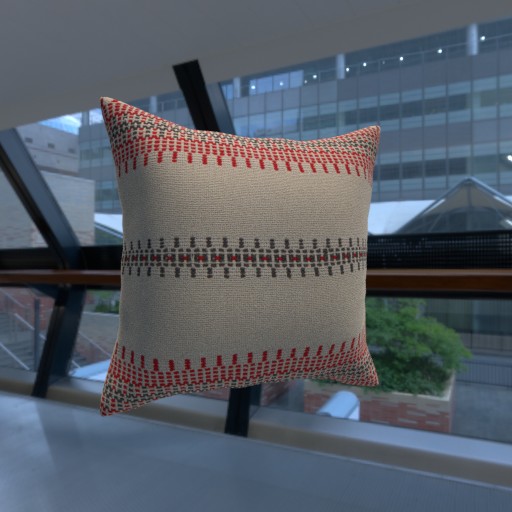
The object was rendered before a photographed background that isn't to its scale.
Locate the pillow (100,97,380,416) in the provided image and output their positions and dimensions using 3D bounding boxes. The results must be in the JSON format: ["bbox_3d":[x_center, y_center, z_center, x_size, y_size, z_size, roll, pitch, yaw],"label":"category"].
[{"bbox_3d":[0.000,0.000,0.697,0.463,0.454,0.160,0,0,-19],"label":"pillow"}]
